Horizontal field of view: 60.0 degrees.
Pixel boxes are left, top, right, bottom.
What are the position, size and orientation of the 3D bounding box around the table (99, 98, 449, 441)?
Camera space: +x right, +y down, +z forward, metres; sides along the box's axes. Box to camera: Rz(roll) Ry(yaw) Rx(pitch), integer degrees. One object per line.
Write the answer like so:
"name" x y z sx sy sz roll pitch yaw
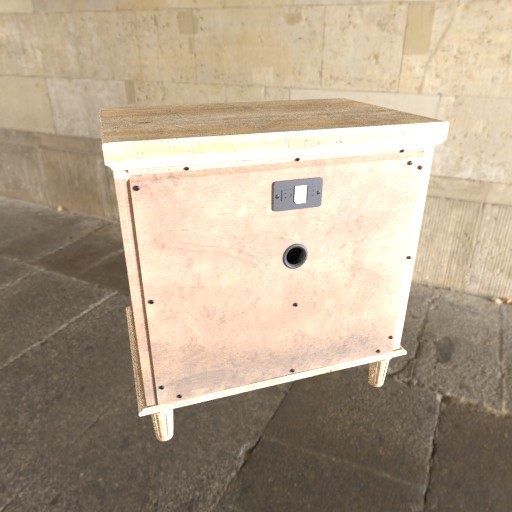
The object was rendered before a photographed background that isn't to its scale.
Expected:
"table" 0.000 0.000 1.155 0.686 0.711 0.457 -8 27 -16
